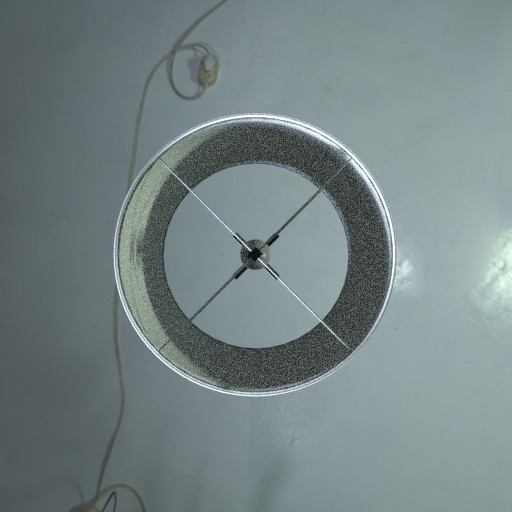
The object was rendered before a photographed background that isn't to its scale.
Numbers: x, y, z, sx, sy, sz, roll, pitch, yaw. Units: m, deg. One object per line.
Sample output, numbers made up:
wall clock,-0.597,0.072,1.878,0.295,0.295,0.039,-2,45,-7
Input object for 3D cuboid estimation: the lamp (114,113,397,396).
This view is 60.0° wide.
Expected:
lamp,0.000,0.000,0.643,0.257,0.489,0.257,0,90,0
